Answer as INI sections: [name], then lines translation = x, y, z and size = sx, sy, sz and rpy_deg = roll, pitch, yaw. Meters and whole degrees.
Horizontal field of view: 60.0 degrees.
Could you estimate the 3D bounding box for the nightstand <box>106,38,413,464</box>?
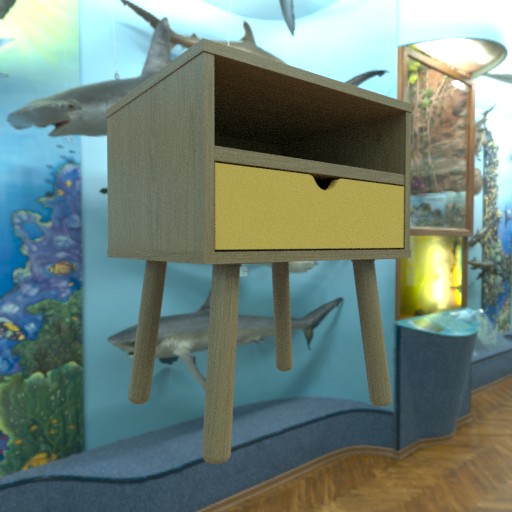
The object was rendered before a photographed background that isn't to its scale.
[nightstand]
translation = 0.000, 0.000, 0.858
size = 0.450, 0.571, 0.380
rpy_deg = -1, 2, -37
